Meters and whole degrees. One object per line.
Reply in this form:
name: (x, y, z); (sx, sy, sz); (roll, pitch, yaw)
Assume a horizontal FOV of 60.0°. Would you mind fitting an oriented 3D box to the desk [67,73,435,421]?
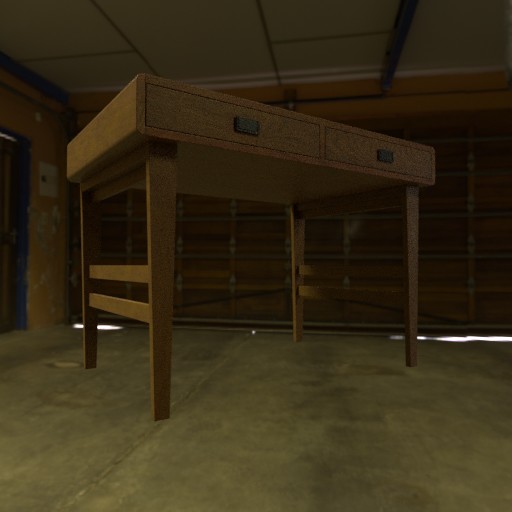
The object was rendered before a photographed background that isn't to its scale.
desk: (0.000, 0.000, 1.497); (1.066, 0.754, 0.660); (1, -1, -35)
